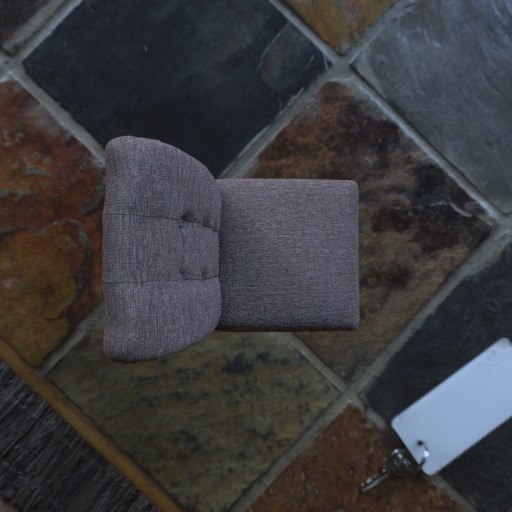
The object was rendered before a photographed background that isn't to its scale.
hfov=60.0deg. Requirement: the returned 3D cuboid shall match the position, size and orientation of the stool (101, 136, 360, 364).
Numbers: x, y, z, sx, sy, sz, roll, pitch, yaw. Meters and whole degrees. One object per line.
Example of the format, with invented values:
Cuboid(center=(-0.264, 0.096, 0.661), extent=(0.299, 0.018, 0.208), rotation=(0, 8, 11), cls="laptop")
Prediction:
Cuboid(center=(0.000, 0.000, 1.401), extent=(0.613, 1.131, 0.452), rotation=(0, 89, 0), cls="stool")
